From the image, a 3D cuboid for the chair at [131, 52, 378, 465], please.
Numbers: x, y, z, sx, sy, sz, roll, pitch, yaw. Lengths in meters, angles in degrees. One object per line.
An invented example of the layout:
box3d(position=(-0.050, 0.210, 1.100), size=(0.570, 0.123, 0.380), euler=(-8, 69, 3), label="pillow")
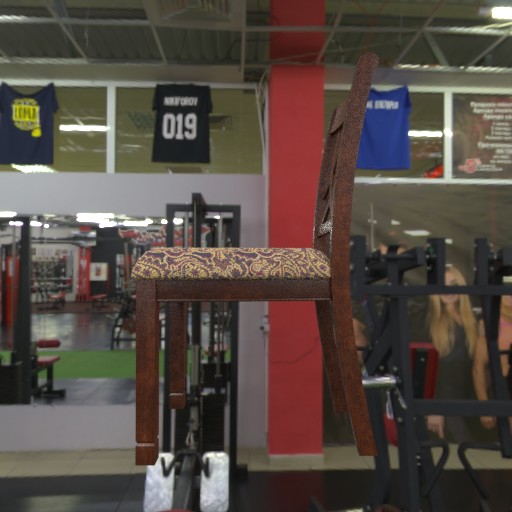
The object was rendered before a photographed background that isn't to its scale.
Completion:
box3d(position=(0.000, 0.000, 1.240), size=(0.584, 0.965, 0.457), euler=(0, -1, 0), label="chair")
